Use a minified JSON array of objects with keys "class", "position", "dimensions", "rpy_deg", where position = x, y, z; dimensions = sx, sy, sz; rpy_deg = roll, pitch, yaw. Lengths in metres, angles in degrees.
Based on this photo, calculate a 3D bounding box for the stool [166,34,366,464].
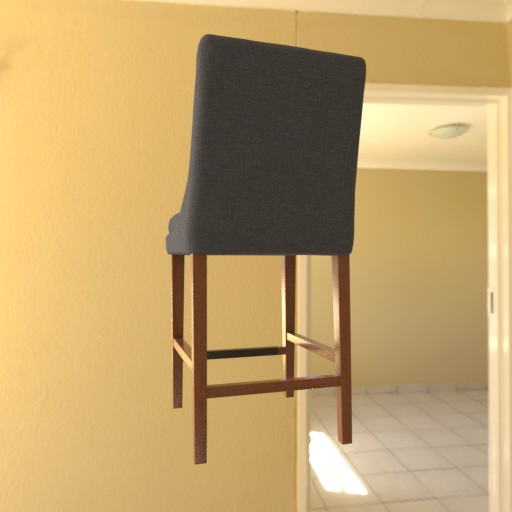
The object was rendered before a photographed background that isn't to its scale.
[{"class":"stool","position":[0.000,0.000,1.277],"dimensions":[0.470,0.981,0.577],"rpy_deg":[0,-1,-17]}]
